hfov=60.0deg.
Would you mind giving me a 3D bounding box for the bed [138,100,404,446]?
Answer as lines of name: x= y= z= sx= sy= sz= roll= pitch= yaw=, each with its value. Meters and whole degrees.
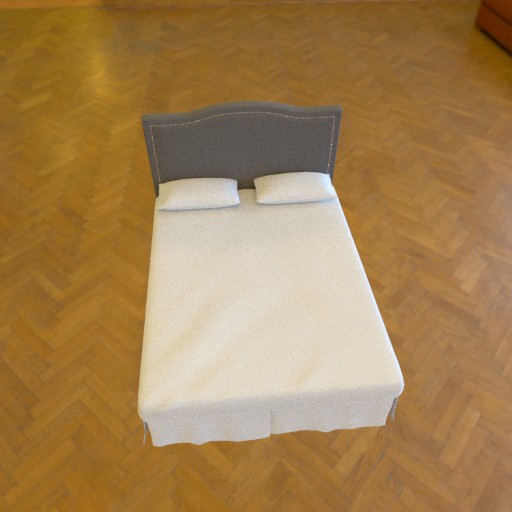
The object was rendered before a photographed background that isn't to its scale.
bed: x=0.000 y=0.000 z=3.443 sx=1.821 sy=1.436 sz=2.282 roll=-4 pitch=46 yaw=-4
